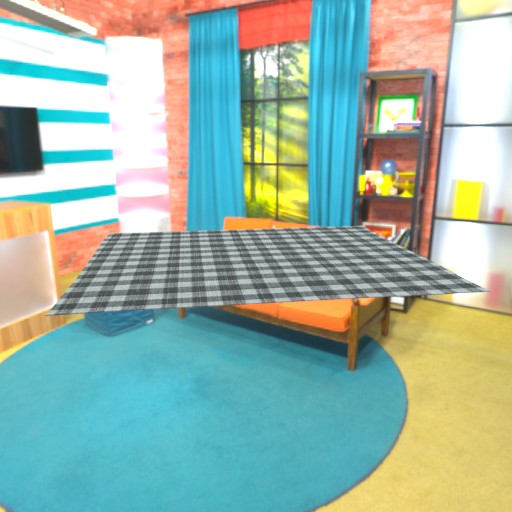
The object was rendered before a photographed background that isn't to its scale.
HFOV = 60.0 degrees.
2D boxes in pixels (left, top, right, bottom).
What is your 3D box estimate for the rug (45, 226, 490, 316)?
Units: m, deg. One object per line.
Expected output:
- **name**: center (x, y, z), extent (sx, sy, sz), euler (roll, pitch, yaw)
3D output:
- **rug**: center (0.000, 0.000, 4.105), extent (3.021, 0.013, 2.432), euler (-2, 15, -8)
